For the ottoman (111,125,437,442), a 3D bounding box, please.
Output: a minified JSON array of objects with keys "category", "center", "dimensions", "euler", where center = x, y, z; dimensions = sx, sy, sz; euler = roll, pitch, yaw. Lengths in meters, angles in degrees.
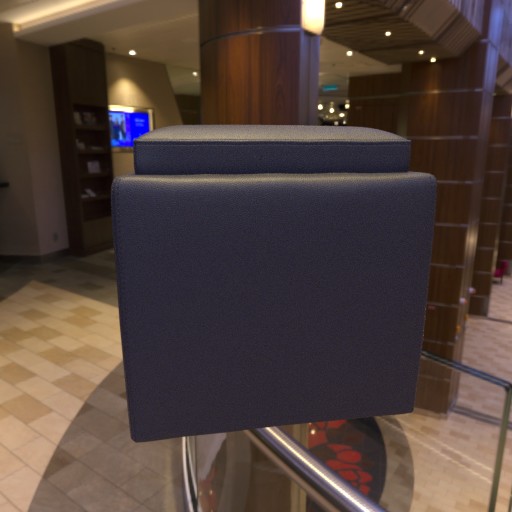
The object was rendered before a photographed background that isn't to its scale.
[{"category":"ottoman","center":[0.000,0.000,0.817],"dimensions":[0.451,0.460,0.450],"euler":[-2,14,-10]}]
